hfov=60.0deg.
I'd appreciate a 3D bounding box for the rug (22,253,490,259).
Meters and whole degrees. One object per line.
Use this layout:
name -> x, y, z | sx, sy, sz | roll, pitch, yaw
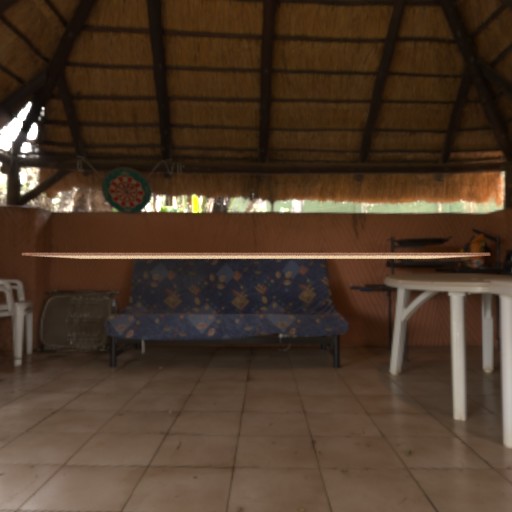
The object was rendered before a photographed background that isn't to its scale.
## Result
rug -> 0.000, 0.000, 2.678 | 2.439, 0.017, 0.764 | 0, -2, 0
